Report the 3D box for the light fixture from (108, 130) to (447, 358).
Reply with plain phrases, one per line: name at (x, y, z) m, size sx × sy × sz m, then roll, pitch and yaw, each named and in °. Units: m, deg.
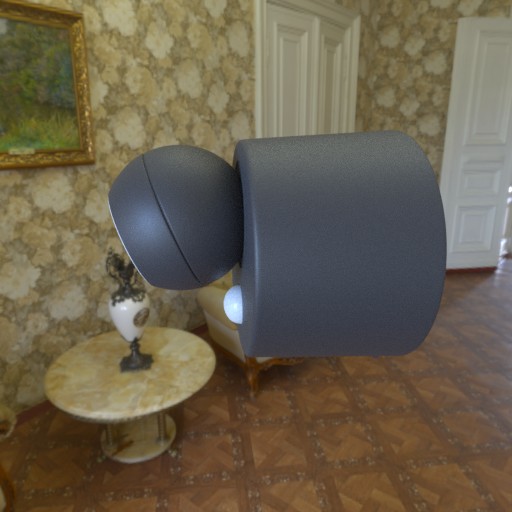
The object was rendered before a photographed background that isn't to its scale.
light fixture at (0.000, 0.000, 0.261) m, size 0.160 × 0.143 × 0.134 m, roll -2°, pitch 15°, yaw -8°
